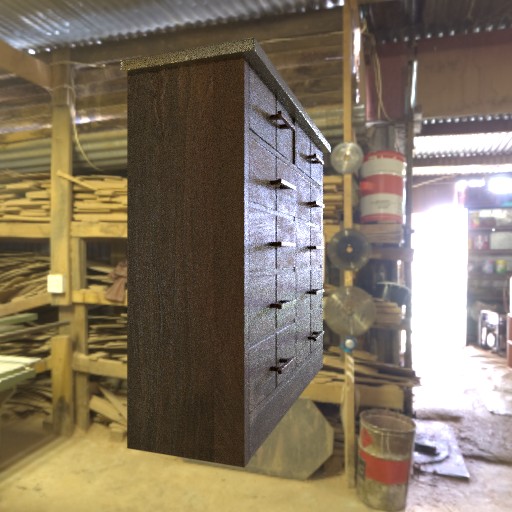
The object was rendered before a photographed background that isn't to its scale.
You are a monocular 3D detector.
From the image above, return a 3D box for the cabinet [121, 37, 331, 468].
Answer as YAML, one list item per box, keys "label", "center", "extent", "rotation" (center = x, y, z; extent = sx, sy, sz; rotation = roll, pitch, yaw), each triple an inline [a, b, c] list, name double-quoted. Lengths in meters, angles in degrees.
- label: "cabinet"
  center: [0.000, 0.000, 1.442]
  extent: [0.338, 0.919, 0.968]
  rotation: [0, 0, 19]
